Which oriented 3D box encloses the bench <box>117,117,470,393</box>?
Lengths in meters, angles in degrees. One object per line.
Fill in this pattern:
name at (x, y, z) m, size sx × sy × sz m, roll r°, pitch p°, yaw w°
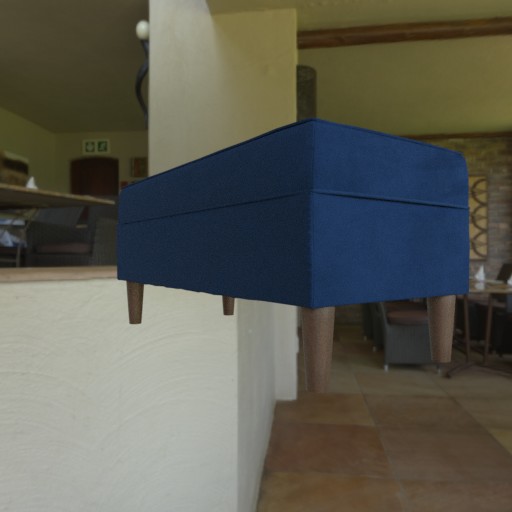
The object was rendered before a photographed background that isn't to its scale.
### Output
bench at (0.000, 0.000, 1.261) m, size 0.489 × 0.467 × 1.010 m, roll 0°, pitch 0°, yaw -35°
